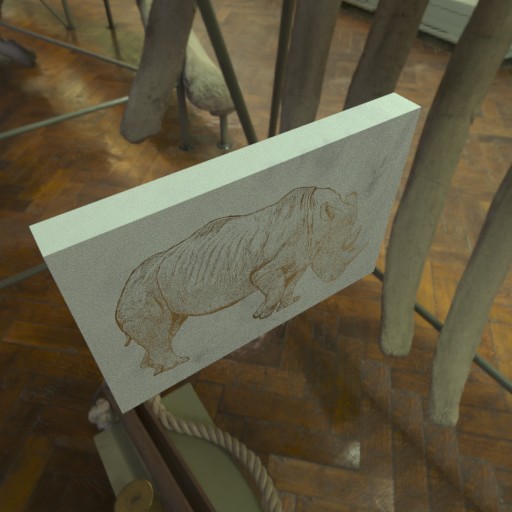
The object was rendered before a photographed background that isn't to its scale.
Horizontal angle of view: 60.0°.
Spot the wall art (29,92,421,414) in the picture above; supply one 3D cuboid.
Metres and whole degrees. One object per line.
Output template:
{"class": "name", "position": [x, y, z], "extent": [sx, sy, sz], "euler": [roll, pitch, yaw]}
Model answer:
{"class": "wall art", "position": [0.000, 0.000, 0.483], "extent": [0.381, 0.254, 0.038], "euler": [-26, 52, -22]}
